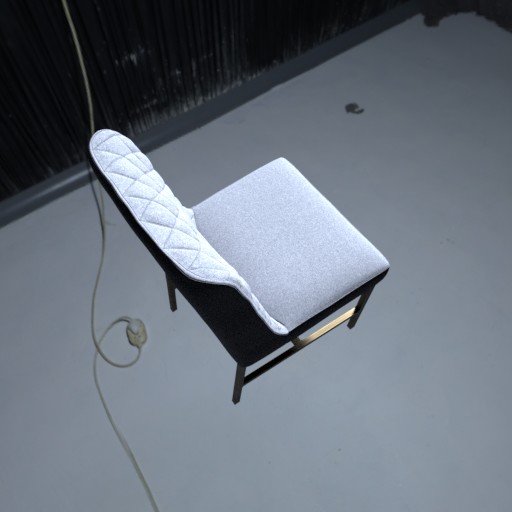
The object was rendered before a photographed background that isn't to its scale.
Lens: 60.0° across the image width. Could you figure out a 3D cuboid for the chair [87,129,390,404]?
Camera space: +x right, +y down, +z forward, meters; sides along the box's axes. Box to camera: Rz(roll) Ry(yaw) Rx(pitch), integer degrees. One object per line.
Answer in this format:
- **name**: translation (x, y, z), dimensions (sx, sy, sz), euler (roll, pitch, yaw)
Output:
- **chair**: translation (0.000, 0.000, 1.256), dimensions (0.587, 0.889, 0.508), euler (-32, 64, -17)
